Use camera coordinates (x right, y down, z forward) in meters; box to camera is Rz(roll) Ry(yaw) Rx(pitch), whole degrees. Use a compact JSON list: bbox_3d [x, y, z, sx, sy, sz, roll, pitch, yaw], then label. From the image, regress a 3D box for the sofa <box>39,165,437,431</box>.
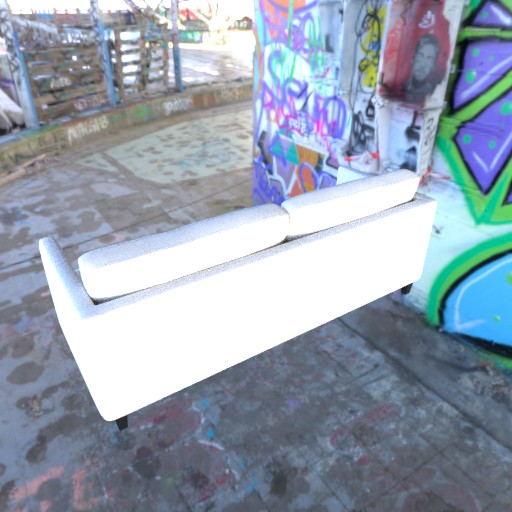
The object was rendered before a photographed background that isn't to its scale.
[{"bbox_3d":[0.000,0.000,2.930,2.434,0.965,0.948,-18,35,-29],"label":"sofa"}]
